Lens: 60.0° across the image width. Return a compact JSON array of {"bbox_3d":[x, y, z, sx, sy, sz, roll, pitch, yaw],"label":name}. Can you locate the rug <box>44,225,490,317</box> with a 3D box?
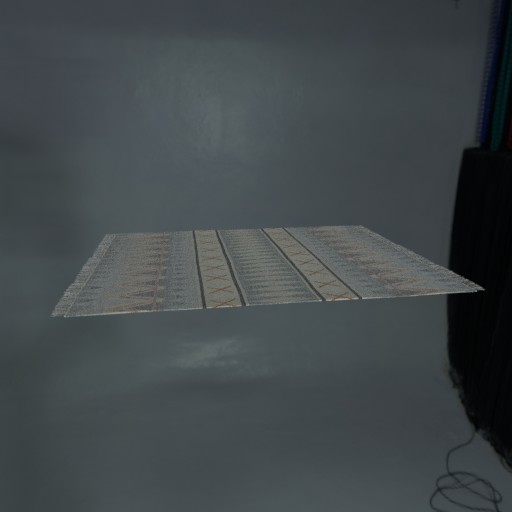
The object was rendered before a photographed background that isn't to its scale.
[{"bbox_3d":[0.000,0.000,4.031,3.000,0.012,2.371,-3,16,-9],"label":"rug"}]
